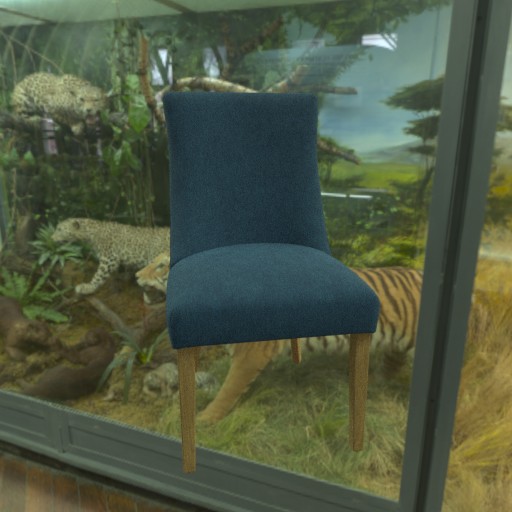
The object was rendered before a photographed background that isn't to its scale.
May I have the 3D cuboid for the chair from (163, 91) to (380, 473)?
[{"bbox_3d":[0.000,0.000,1.241,0.495,0.902,0.609,-3,16,-10],"label":"chair"}]
